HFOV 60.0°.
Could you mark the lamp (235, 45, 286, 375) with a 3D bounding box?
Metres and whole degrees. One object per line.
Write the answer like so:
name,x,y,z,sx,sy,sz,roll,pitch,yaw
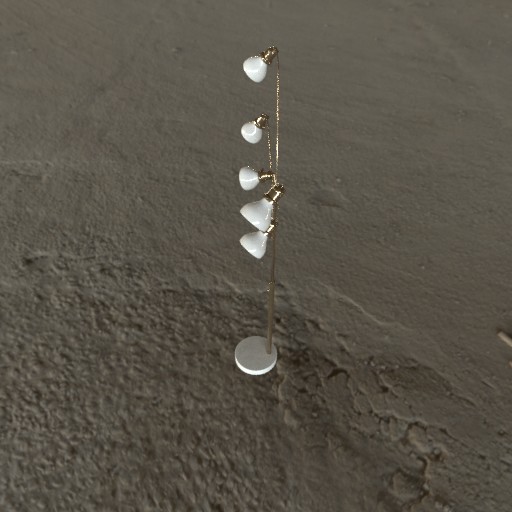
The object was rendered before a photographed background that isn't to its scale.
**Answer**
lamp,0.000,0.000,3.015,0.361,2.423,1.405,0,42,0
